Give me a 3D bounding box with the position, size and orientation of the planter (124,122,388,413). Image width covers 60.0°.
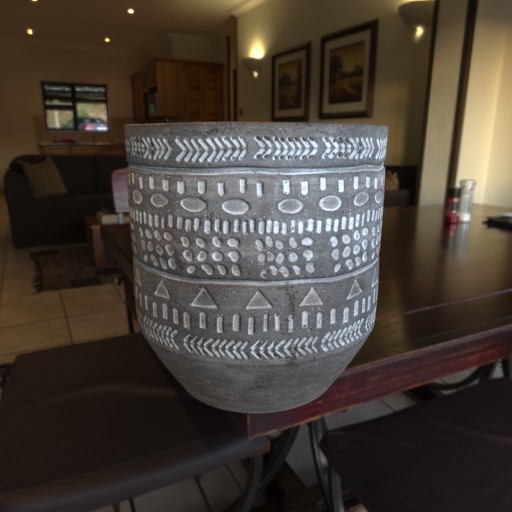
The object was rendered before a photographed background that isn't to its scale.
[{"bbox_3d":[0.000,0.000,0.264,0.142,0.149,0.142,0,15,0],"label":"planter"}]
